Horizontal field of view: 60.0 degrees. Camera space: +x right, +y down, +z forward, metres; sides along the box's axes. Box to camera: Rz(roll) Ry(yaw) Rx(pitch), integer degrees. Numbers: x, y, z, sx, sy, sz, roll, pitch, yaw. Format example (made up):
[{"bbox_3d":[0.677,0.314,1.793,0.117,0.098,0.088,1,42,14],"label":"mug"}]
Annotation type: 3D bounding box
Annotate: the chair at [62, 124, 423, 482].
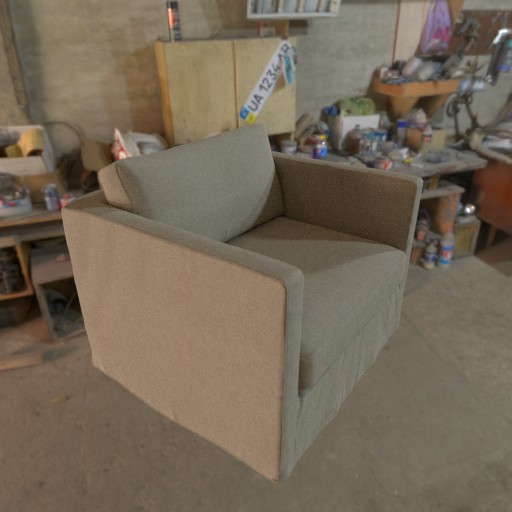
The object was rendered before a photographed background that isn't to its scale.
[{"bbox_3d":[0.000,0.000,1.751,0.949,0.863,1.057,18,32,32],"label":"chair"}]
